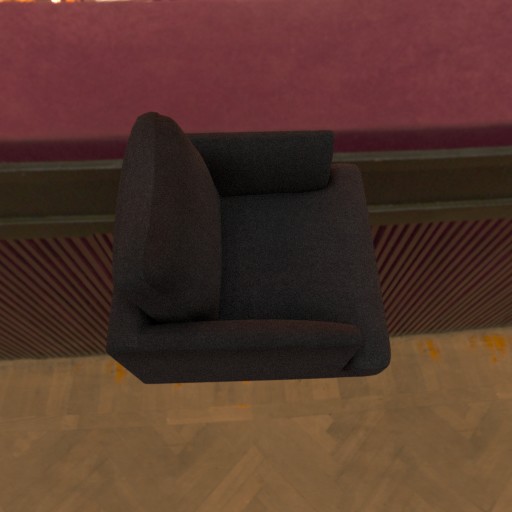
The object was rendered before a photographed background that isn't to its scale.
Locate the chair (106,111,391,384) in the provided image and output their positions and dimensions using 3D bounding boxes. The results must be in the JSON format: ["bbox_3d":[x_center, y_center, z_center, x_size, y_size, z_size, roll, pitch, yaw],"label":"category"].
[{"bbox_3d":[0.000,0.000,1.651,0.899,0.957,0.858,-2,64,-1],"label":"chair"}]
